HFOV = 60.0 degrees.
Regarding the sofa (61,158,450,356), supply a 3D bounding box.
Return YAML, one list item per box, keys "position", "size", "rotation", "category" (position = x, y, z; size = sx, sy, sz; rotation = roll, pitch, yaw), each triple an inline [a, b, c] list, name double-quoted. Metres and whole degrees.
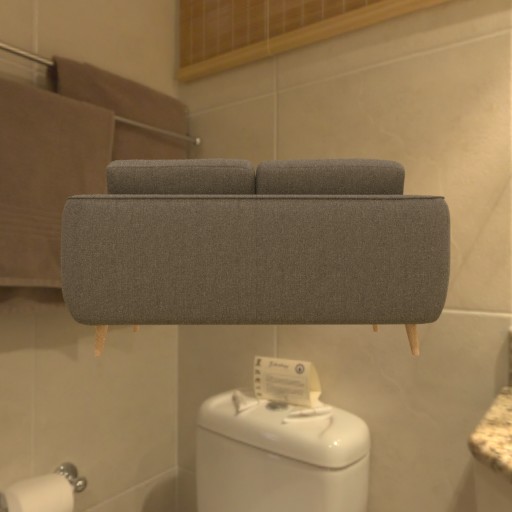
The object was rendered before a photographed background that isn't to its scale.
- position: [0.000, 0.000, 2.248]
  size: [1.700, 0.870, 0.920]
  rotation: [0, 0, 0]
  category: "sofa"
